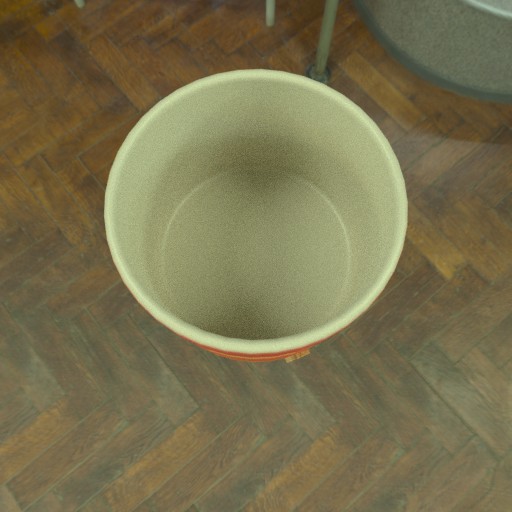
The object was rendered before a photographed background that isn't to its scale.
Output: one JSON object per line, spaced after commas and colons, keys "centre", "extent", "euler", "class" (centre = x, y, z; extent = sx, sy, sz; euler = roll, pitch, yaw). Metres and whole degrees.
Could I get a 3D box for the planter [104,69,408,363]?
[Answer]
{"centre": [0.000, 0.000, 0.554], "extent": [0.269, 0.379, 0.269], "euler": [0, 75, 0], "class": "planter"}
